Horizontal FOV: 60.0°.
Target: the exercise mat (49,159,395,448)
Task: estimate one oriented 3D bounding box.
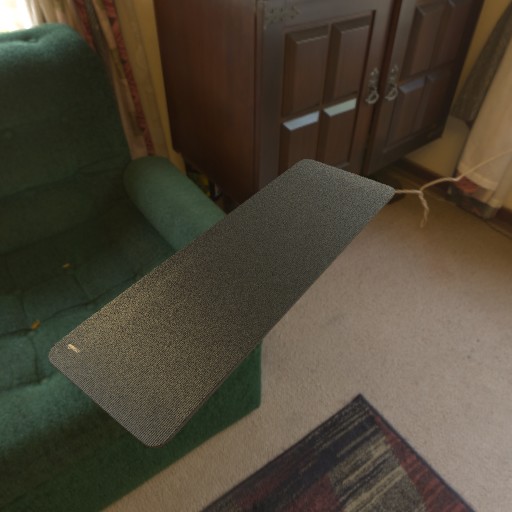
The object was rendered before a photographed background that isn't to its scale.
[{"bbox_3d":[0.000,0.000,2.081,0.616,0.021,1.869,26,48,27],"label":"exercise mat"}]
